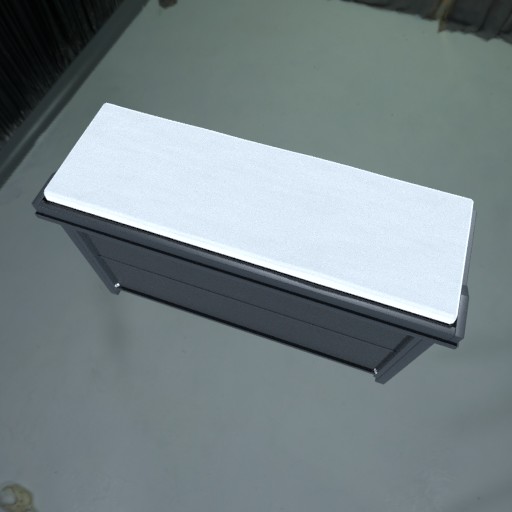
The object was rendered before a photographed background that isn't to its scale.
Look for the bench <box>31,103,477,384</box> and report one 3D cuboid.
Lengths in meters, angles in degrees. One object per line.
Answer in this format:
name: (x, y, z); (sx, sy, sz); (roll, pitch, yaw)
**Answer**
bench: (0.000, 0.000, 1.228); (0.973, 0.561, 0.345); (17, 64, 9)
